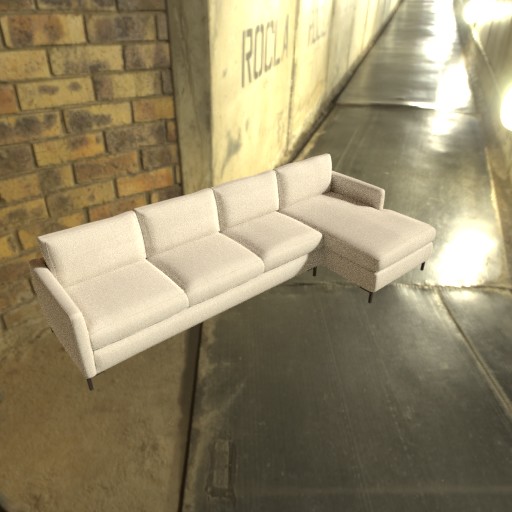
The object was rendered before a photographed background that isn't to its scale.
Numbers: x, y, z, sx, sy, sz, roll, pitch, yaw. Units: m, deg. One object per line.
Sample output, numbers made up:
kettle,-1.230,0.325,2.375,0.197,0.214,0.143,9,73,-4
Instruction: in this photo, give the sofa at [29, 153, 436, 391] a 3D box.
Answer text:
sofa,0.000,0.000,2.852,2.445,0.677,1.126,-23,38,-33
